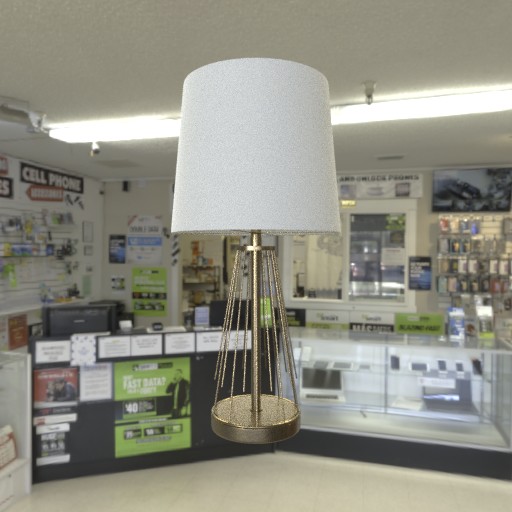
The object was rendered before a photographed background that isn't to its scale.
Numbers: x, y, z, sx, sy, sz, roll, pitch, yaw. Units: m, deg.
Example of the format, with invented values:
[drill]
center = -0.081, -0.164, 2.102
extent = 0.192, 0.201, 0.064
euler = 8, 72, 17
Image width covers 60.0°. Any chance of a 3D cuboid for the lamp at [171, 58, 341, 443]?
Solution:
[lamp]
center = 0.000, 0.000, 0.807
extent = 0.303, 0.618, 0.303
euler = 0, 1, 0
